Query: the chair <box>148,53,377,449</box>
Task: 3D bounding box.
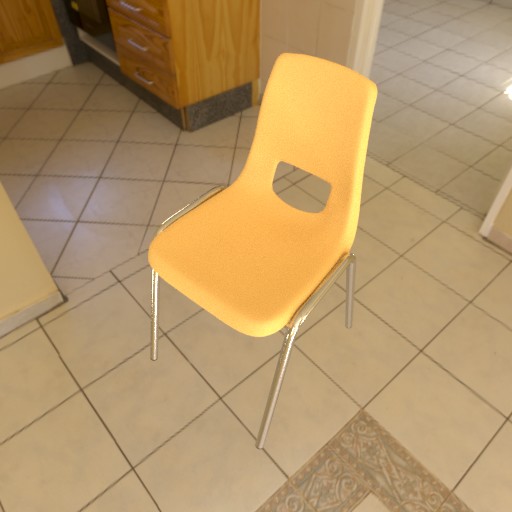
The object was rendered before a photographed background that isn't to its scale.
[{"bbox_3d":[0.000,0.000,0.957,0.381,0.704,0.436,31,54,25],"label":"chair"}]
